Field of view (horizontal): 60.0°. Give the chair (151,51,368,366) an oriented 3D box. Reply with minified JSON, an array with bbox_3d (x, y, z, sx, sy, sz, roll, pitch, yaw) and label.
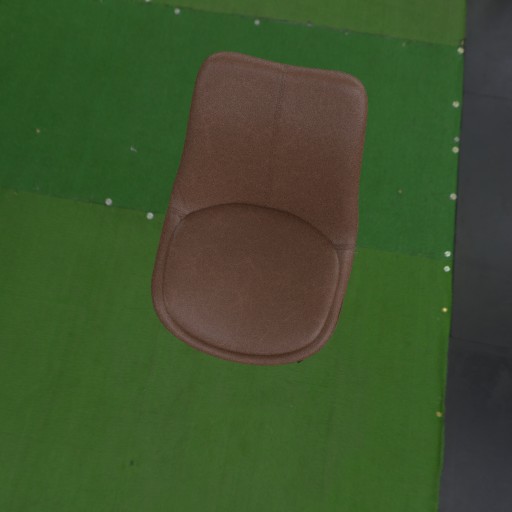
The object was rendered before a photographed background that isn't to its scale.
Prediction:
[{"bbox_3d":[0.000,0.000,1.156,0.475,0.850,0.550,12,76,3],"label":"chair"}]
